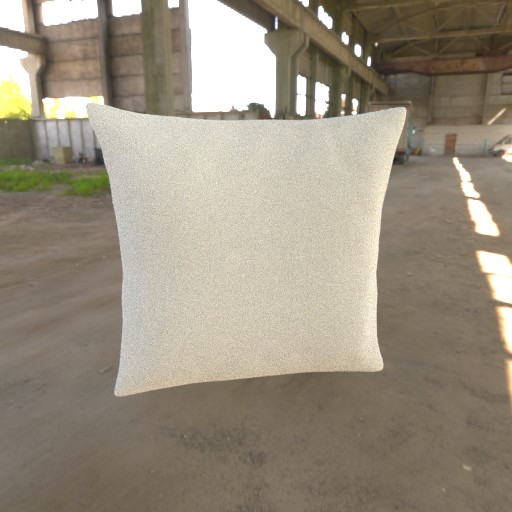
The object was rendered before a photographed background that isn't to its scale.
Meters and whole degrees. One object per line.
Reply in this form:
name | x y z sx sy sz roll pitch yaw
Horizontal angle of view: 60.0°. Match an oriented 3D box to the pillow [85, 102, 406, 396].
pillow | 0.000 0.000 0.784 0.525 0.508 0.166 -3 15 -10
